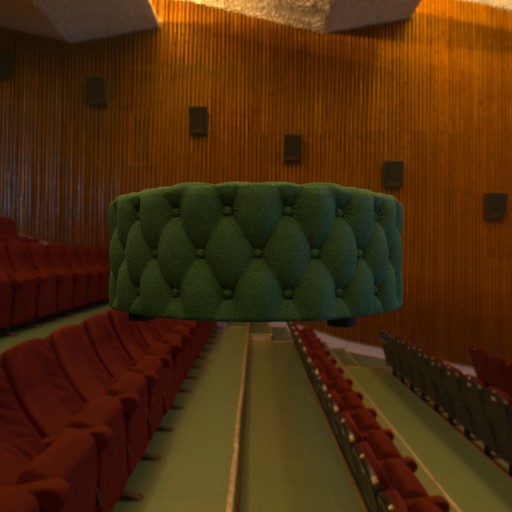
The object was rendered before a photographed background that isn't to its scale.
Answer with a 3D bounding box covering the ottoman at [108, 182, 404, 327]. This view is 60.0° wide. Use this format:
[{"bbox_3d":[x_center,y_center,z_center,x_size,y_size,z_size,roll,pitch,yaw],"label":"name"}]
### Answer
[{"bbox_3d":[0.000,0.000,1.570,0.998,0.399,0.998,0,0,0],"label":"ottoman"}]
